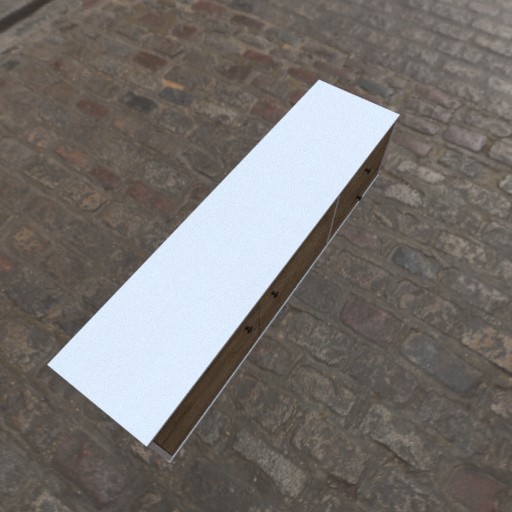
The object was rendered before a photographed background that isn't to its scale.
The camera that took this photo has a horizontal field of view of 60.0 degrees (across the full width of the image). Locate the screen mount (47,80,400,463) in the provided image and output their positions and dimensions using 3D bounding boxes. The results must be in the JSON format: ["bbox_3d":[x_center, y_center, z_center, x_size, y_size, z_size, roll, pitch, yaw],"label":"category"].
[{"bbox_3d":[0.000,0.000,1.834,0.418,0.520,1.600,31,64,17],"label":"screen mount"}]
